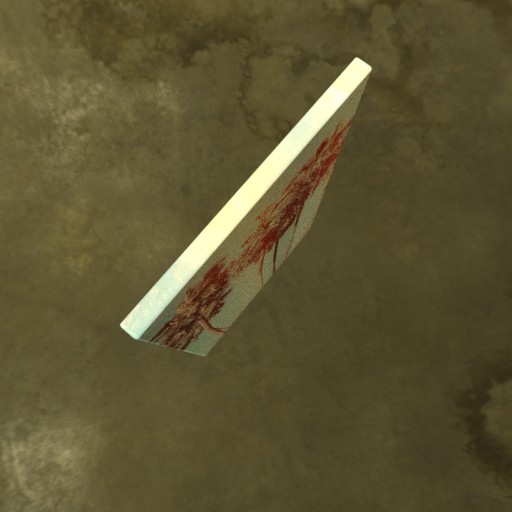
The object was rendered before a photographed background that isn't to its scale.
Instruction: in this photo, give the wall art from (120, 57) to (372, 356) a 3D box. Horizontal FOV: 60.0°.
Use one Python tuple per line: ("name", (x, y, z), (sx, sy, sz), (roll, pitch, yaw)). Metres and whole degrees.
("wall art", (0.000, 0.000, 1.160), (0.037, 0.915, 0.605), (38, 79, 9))
